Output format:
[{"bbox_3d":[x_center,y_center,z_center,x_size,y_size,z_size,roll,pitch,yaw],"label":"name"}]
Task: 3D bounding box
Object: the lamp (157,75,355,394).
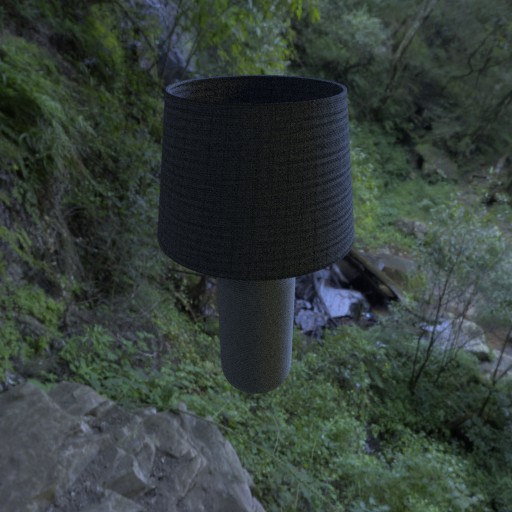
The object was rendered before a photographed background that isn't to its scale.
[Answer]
[{"bbox_3d":[0.000,0.000,0.595,0.251,0.429,0.251,0,29,0],"label":"lamp"}]
